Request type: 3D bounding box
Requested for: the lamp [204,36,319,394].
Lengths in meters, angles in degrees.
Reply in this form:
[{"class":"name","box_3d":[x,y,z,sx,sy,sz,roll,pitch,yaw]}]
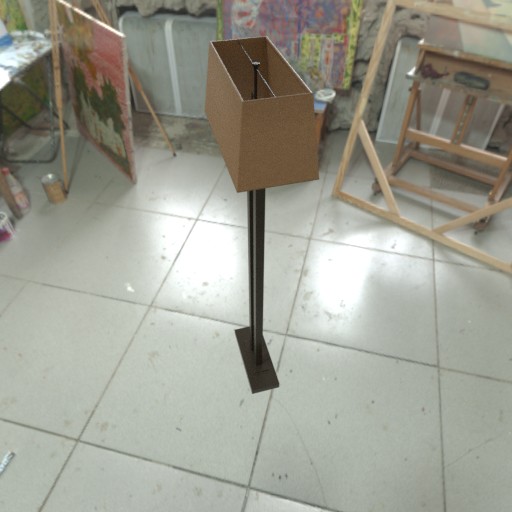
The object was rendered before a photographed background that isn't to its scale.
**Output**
[{"class":"lamp","box_3d":[0.000,0.000,1.713,0.233,1.469,0.475,-11,46,-11]}]
